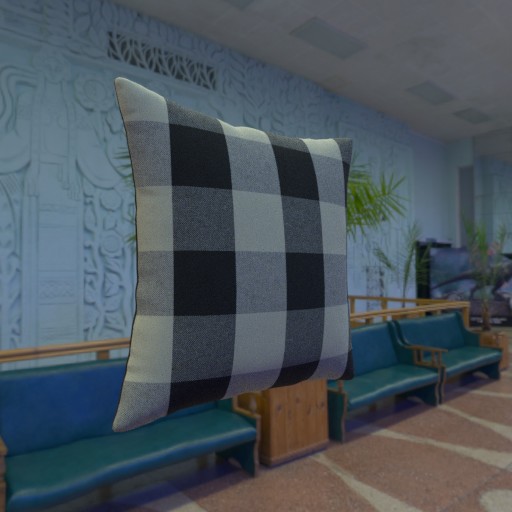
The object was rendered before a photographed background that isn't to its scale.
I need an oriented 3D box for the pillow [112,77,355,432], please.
[{"bbox_3d":[0.000,0.000,0.785,0.511,0.509,0.161,1,-2,-37],"label":"pillow"}]
